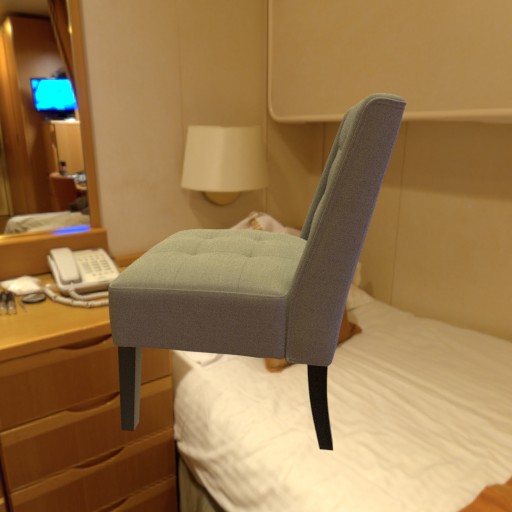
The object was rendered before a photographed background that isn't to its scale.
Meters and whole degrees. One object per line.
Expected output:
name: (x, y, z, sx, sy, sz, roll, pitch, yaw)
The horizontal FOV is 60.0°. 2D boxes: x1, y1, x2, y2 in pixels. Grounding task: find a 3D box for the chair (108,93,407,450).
chair: (0.000, 0.000, 1.283, 0.676, 0.853, 0.569, 2, 16, 7)
